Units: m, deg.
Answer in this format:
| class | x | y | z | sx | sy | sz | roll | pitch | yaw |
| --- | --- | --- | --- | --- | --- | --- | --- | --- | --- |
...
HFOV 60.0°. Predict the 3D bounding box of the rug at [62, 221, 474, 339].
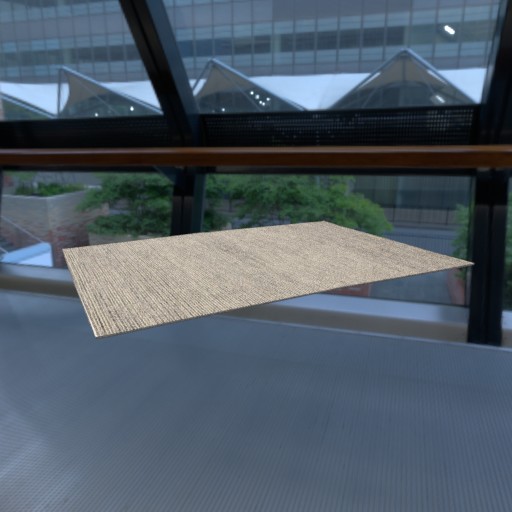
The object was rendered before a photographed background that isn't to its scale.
| class | x | y | z | sx | sy | sz | roll | pitch | yaw |
| --- | --- | --- | --- | --- | --- | --- | --- | --- | --- |
| rug | 0.000 | 0.000 | 2.994 | 2.307 | 0.030 | 1.604 | -8 | 17 | -26 |
